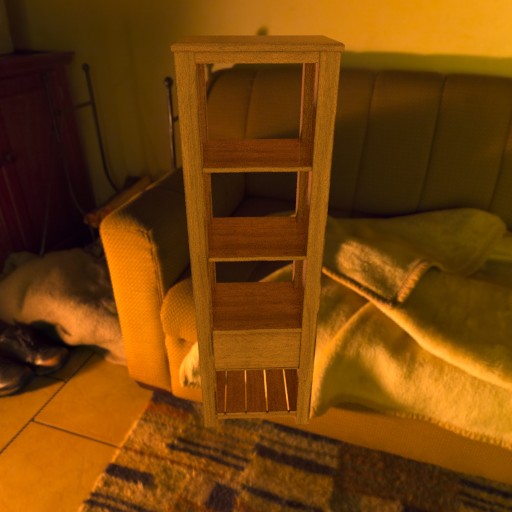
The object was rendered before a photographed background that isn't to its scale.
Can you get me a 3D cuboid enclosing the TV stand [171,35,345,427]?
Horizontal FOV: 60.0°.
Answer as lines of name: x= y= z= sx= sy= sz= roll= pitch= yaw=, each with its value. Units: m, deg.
TV stand: x=0.000 y=0.000 z=2.073 sx=0.565 sy=1.828 sz=0.435 roll=-1 pitch=30 yaw=-2
